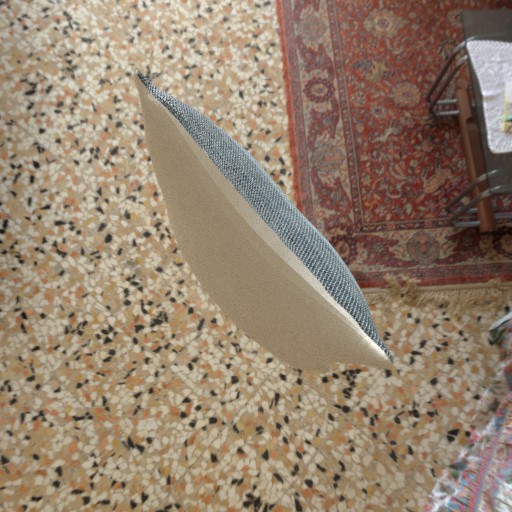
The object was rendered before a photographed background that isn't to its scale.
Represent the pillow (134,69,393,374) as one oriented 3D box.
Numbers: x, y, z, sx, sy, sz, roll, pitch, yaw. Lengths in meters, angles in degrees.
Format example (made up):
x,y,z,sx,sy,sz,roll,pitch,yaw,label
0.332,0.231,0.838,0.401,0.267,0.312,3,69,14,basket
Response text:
x,y,z,sx,sy,sz,roll,pitch,yaw,label
0.000,0.000,0.675,0.182,0.441,0.440,-38,79,-9,pillow
